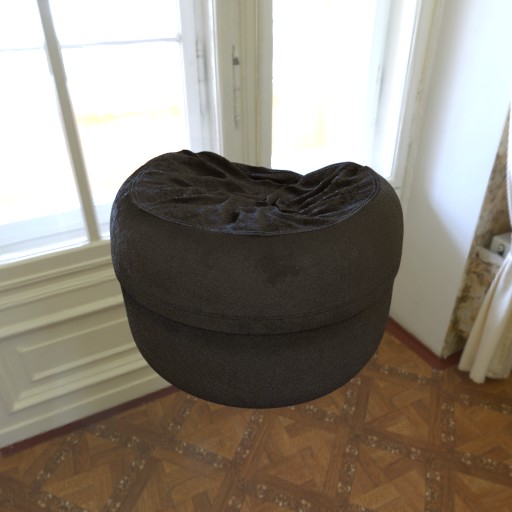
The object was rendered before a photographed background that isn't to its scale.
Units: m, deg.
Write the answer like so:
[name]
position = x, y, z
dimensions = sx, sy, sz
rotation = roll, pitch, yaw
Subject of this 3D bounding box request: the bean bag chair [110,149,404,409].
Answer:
[bean bag chair]
position = 0.000, 0.000, 1.496
dimensions = 0.918, 0.605, 0.918
rotation = 0, 32, 0
